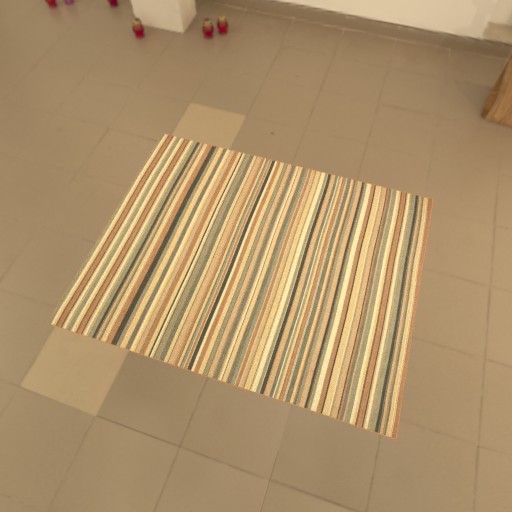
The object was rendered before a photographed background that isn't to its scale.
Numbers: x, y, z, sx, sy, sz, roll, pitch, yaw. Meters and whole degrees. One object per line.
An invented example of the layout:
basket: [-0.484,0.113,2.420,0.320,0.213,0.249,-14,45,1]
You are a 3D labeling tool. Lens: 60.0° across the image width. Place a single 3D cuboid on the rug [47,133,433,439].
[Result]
rug: [0.000,0.000,4.213,3.045,0.011,2.436,16,60,9]
